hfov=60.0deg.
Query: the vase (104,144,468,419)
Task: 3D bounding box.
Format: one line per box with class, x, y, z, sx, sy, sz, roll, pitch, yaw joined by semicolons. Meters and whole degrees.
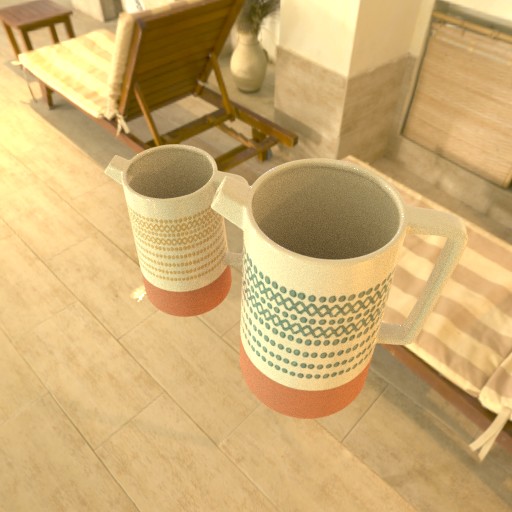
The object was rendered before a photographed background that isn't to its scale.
vase;0.000;0.000;0.457;0.168;0.247;0.326;-31;54;-26
